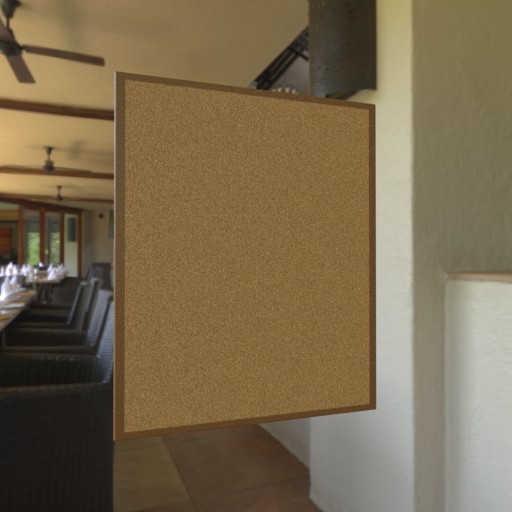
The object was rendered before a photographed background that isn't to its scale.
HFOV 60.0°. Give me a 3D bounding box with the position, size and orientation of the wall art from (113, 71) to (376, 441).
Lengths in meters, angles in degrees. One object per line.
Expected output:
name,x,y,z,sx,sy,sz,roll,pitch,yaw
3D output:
wall art,0.000,0.000,0.737,0.449,0.550,0.021,0,-1,-18
